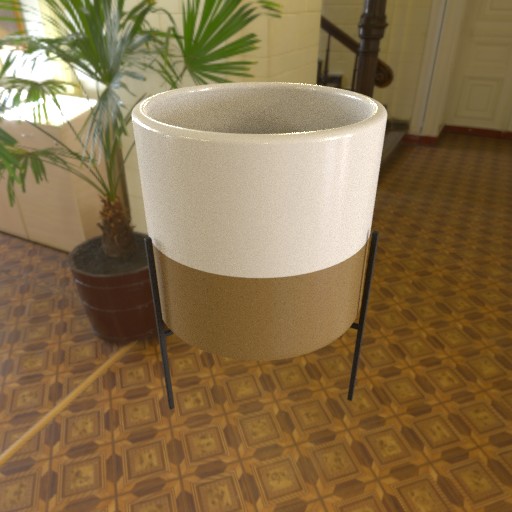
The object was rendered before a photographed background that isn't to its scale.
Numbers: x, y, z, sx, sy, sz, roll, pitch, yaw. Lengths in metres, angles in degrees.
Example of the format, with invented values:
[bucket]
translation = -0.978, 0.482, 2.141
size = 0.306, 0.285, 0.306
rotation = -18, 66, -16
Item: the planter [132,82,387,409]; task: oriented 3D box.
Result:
[planter]
translation = 0.000, 0.000, 0.645
size = 0.310, 0.432, 0.310
rotation = -10, 32, -16
